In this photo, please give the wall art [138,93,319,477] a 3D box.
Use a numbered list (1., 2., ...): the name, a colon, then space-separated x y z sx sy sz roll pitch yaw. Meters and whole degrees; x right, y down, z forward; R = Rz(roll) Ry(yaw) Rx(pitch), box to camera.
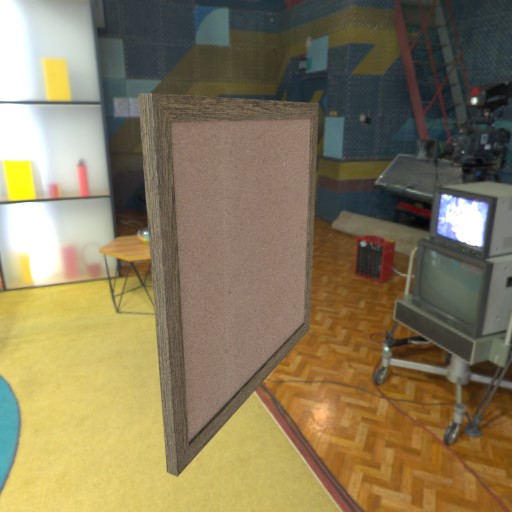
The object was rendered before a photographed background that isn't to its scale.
1. wall art: 0.000 0.000 0.765 0.019 0.508 0.508 9 20 27
